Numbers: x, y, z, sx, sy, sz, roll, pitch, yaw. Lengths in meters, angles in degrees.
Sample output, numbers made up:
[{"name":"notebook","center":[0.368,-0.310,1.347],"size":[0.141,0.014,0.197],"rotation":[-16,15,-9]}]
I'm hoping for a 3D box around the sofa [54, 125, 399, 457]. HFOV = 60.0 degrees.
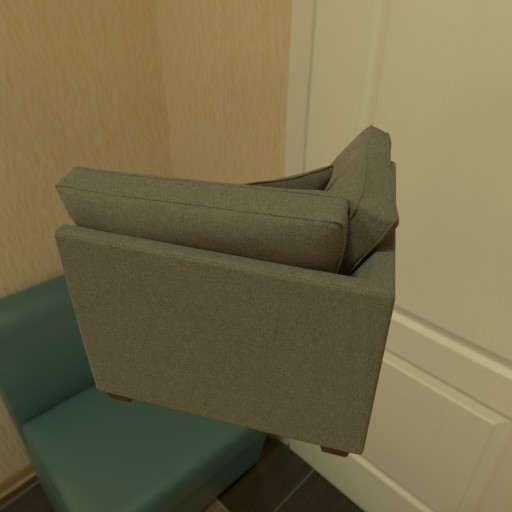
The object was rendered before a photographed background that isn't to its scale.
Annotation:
[{"name":"sofa","center":[0.000,0.000,1.829],"size":[1.042,0.951,1.050],"rotation":[9,33,13]}]
